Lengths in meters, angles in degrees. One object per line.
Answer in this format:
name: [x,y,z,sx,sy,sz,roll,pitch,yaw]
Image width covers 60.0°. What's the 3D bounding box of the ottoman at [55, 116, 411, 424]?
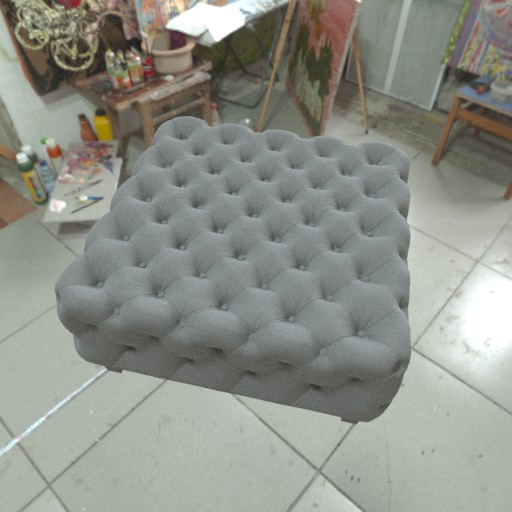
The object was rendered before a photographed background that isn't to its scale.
ottoman: [0.000,0.000,1.447,0.917,0.439,0.911,10,49,8]
